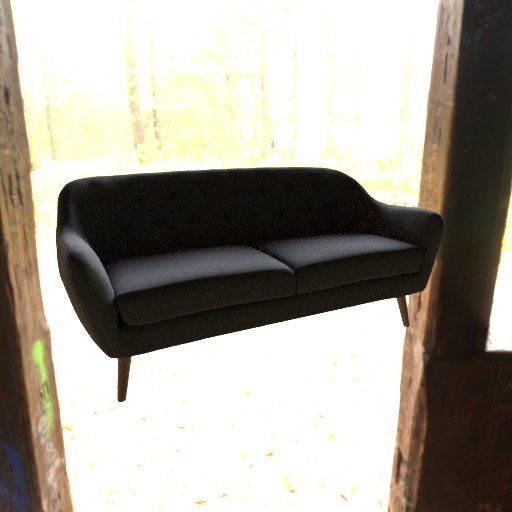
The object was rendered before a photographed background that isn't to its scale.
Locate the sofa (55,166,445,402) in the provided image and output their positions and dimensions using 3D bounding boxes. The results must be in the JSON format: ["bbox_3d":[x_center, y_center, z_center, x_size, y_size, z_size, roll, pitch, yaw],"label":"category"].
[{"bbox_3d":[0.000,0.000,2.245,1.840,0.820,0.820,-8,18,-26],"label":"sofa"}]
